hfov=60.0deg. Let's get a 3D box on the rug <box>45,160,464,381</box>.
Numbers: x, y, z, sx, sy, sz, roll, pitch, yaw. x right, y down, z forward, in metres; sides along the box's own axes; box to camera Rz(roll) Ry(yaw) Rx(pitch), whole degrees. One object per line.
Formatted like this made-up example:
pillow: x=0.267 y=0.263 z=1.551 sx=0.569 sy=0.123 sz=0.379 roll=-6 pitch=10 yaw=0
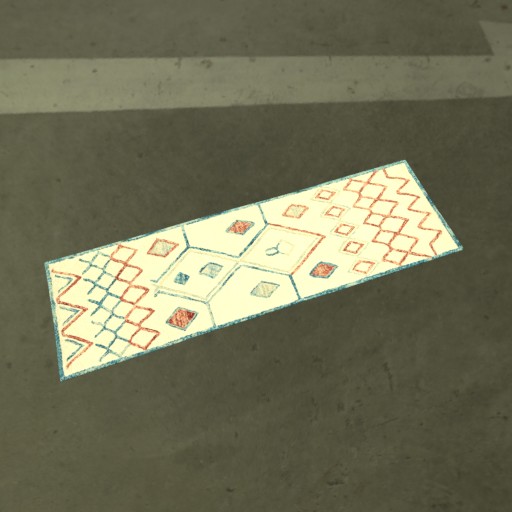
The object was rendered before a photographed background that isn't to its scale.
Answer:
rug: x=0.000 y=0.000 z=2.690 sx=2.435 sy=0.011 sz=0.750 roll=-17 pitch=63 yaw=-9
